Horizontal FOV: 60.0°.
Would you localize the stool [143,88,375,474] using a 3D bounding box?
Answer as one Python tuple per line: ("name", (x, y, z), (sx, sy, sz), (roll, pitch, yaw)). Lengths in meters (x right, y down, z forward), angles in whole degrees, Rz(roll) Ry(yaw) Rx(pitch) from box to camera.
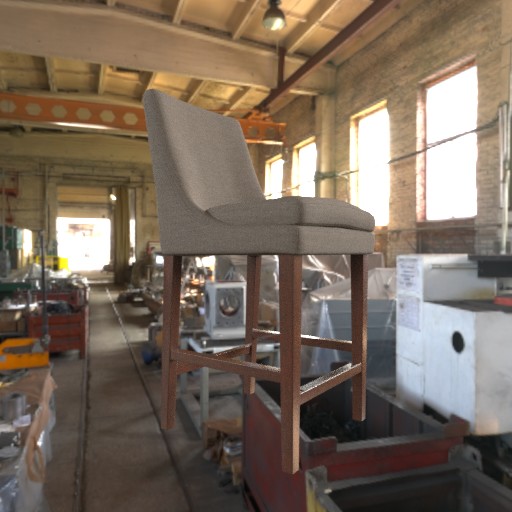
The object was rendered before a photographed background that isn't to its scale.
("stool", (0.000, 0.000, 1.313), (0.577, 0.981, 0.470), (0, 1, 36))
